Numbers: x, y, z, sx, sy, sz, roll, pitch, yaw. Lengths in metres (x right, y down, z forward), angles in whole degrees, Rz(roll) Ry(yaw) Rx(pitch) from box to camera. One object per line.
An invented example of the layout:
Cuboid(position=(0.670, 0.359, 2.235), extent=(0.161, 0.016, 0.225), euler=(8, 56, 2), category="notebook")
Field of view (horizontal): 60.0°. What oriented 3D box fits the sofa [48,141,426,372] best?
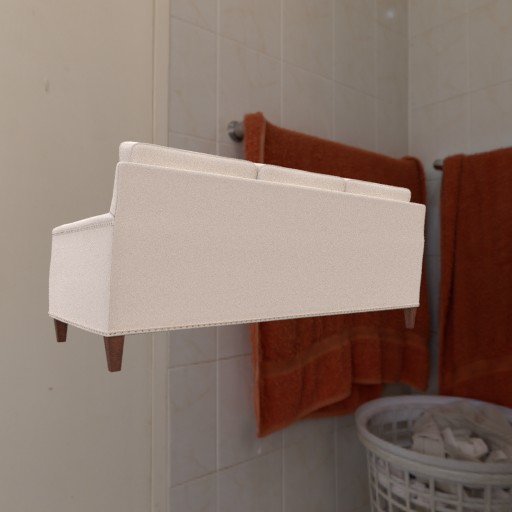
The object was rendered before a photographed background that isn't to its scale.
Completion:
Cuboid(position=(0.000, 0.000, 2.829), extent=(2.246, 1.003, 1.084), euler=(1, -1, -37), category="sofa")
